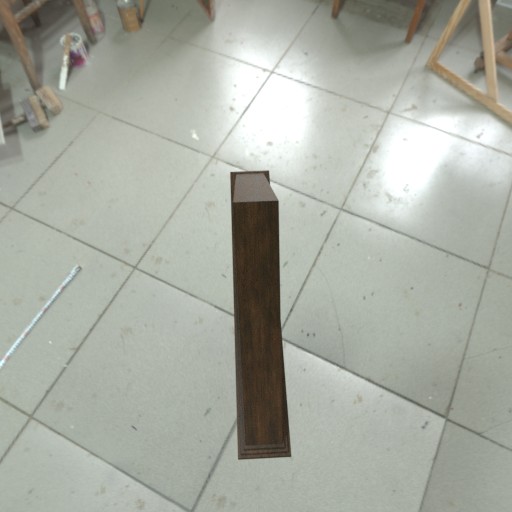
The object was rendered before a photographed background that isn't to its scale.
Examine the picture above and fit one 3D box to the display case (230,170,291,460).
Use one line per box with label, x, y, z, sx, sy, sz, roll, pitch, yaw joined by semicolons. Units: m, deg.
display case;0.000;0.000;0.790;0.095;0.340;0.640;-2;63;-1
